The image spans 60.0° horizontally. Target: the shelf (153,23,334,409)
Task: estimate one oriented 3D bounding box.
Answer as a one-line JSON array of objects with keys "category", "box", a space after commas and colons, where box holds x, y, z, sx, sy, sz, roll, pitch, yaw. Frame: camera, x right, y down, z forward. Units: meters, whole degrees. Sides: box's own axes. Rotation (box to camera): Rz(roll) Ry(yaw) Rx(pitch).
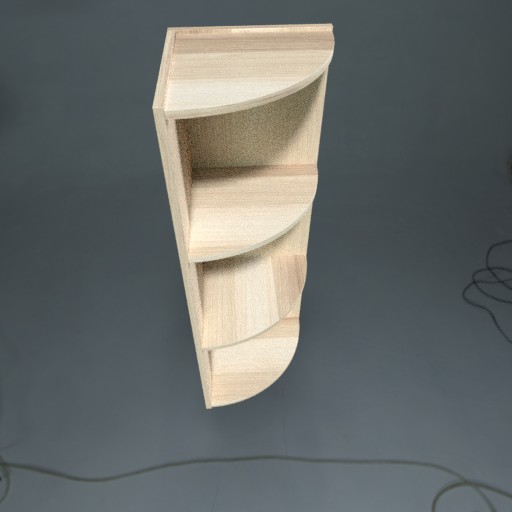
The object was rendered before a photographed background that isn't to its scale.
[{"category": "shelf", "box": [0.000, 0.000, 0.996, 0.290, 0.872, 0.290, -3, 46, -3]}]
